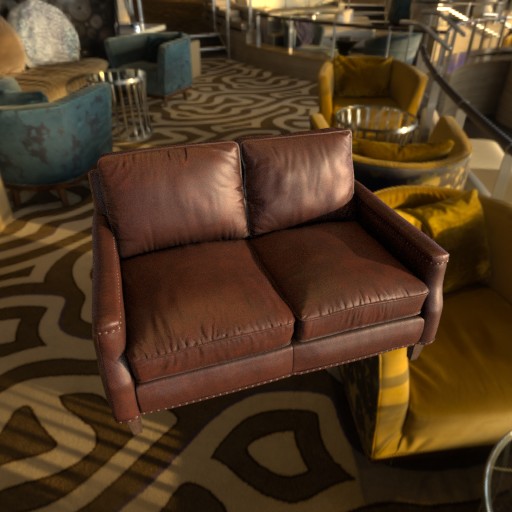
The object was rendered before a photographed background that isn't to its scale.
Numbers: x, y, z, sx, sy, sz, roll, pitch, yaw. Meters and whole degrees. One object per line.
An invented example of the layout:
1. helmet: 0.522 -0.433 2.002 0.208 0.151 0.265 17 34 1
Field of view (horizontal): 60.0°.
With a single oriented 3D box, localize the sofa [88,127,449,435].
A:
1. sofa: 0.000 0.000 2.283 1.628 1.003 1.083 -10 35 -15
